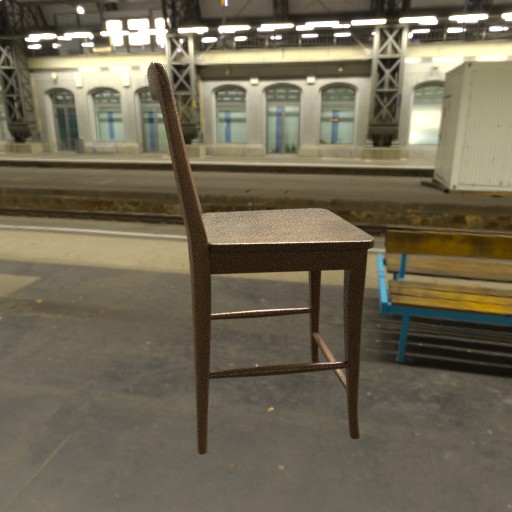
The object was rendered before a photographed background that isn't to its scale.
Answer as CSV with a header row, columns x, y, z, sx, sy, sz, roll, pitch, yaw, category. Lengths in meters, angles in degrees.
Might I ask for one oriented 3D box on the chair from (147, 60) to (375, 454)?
x,y,z,sx,sy,sz,roll,pitch,yaw,category
0.000,0.000,1.285,0.546,0.991,0.450,-3,17,-8,chair
